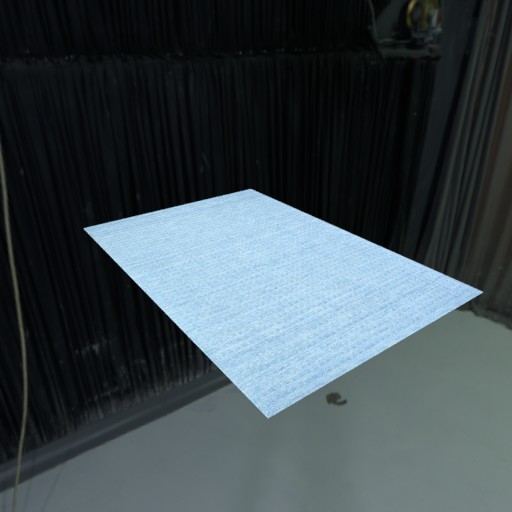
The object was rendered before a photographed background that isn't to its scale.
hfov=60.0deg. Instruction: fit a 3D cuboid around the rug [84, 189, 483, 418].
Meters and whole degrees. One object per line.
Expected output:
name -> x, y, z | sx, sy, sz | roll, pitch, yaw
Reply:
rug -> 0.000, 0.000, 3.748 | 1.982, 0.006, 2.895 | -19, 32, -32
